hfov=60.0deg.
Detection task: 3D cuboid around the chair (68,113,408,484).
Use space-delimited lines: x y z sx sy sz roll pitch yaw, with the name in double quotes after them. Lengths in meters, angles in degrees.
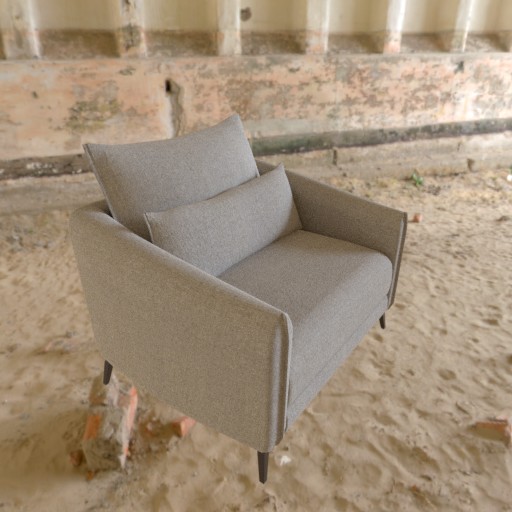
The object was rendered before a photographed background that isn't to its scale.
0.000 0.000 1.597 0.801 0.856 1.029 17 30 32 "chair"
